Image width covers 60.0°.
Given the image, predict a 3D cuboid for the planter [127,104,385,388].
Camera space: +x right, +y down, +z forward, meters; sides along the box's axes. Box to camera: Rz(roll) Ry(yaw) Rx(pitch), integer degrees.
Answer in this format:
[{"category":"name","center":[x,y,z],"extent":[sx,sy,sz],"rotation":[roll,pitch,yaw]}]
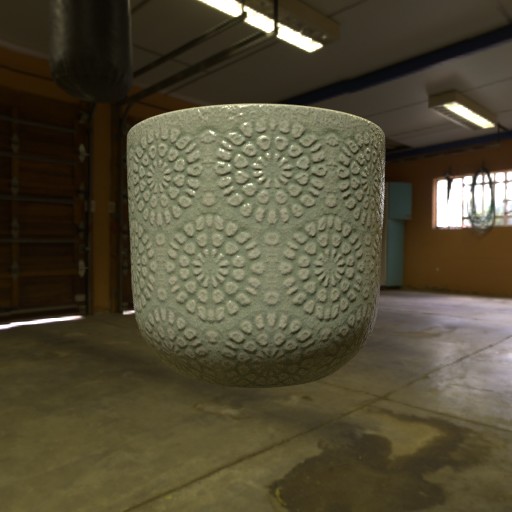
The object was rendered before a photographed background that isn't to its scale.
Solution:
[{"category":"planter","center":[0.000,0.000,0.303],"extent":[0.169,0.153,0.169],"rotation":[0,1,0]}]
